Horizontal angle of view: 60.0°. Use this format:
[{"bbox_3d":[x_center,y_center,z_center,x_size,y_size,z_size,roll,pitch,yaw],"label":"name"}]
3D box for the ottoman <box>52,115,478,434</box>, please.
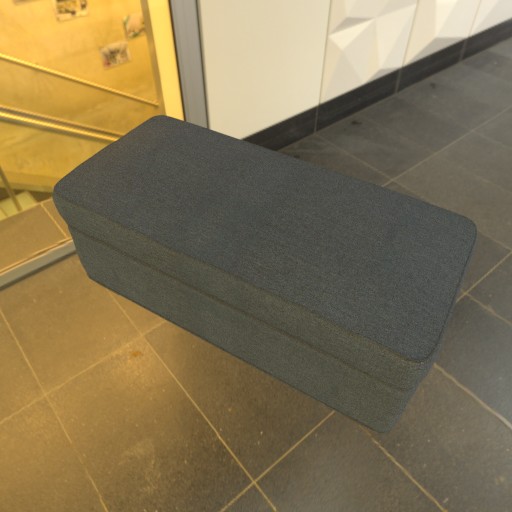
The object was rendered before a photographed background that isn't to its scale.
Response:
[{"bbox_3d":[0.000,0.000,1.357,1.110,0.460,0.515,24,51,20],"label":"ottoman"}]
